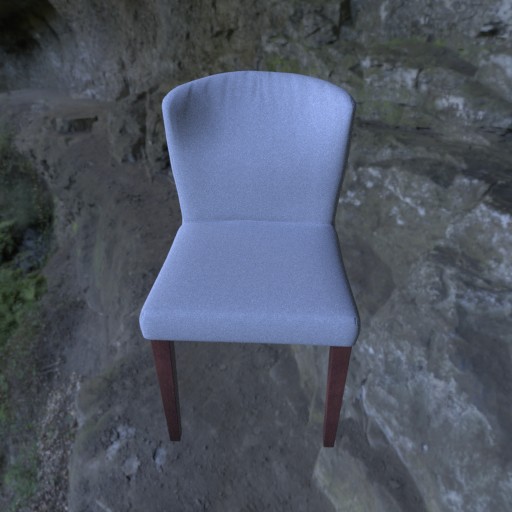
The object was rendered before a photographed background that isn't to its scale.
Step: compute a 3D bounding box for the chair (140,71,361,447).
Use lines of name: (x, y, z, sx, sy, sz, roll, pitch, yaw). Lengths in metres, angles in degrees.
chair: (0.000, 0.000, 1.184, 0.491, 0.839, 0.592, 1, 31, 2)
